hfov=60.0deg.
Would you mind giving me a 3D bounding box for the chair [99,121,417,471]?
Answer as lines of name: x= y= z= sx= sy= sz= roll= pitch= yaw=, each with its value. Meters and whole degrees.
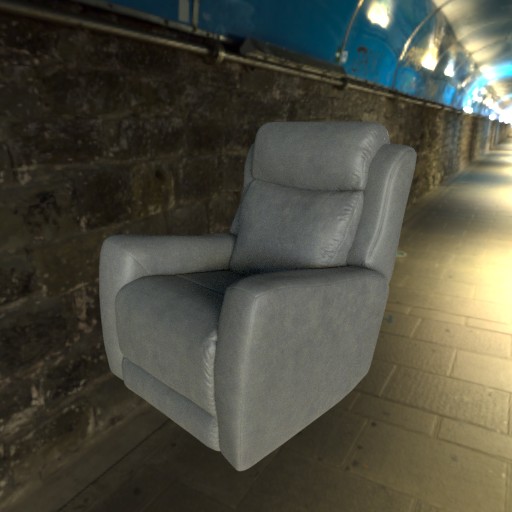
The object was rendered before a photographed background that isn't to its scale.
chair: x=0.000 y=0.000 z=1.922 sx=1.068 sy=1.116 sz=0.965 roll=-16 pitch=23 yaw=-42
